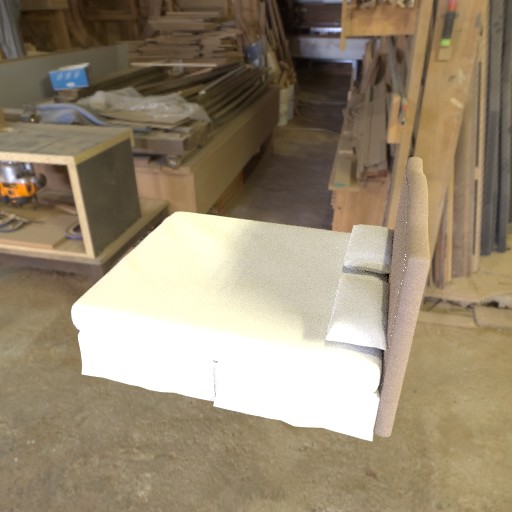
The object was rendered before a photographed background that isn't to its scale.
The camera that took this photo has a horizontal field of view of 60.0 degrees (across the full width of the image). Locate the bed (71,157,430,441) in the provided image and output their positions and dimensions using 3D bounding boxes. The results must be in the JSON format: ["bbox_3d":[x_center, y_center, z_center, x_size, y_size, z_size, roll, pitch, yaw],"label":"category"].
[{"bbox_3d":[0.000,0.000,3.457,2.282,1.436,1.821,9,31,14],"label":"bed"}]
